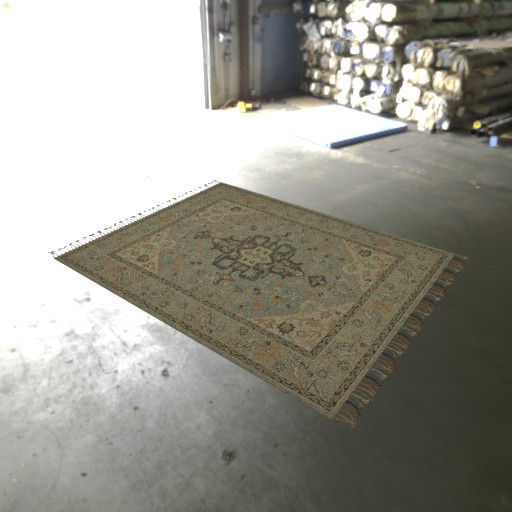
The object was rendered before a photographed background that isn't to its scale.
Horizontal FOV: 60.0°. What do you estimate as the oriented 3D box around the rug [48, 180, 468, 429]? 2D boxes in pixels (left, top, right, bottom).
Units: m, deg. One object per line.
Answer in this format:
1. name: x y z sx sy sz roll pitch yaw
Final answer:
1. rug: 0.000 0.000 4.175 3.221 0.011 2.379 22 38 31
